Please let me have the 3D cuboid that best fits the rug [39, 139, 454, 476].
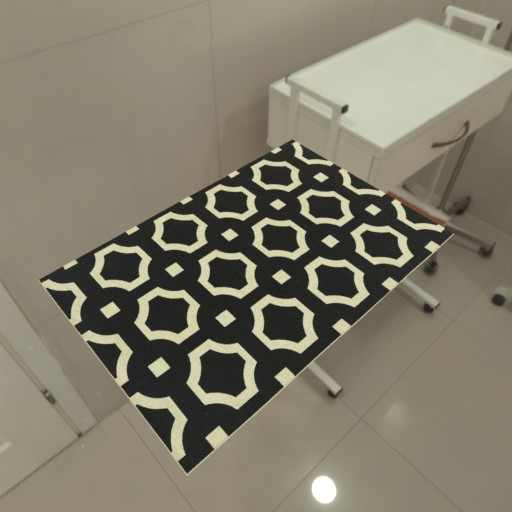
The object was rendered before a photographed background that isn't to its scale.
[{"bbox_3d":[0.000,0.000,2.918,2.286,0.016,1.555,-35,57,-27],"label":"rug"}]
